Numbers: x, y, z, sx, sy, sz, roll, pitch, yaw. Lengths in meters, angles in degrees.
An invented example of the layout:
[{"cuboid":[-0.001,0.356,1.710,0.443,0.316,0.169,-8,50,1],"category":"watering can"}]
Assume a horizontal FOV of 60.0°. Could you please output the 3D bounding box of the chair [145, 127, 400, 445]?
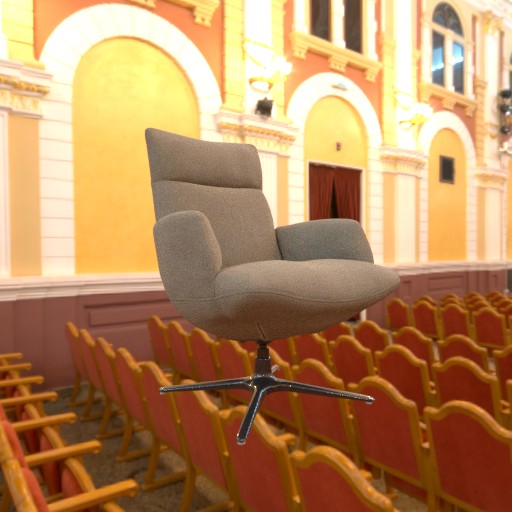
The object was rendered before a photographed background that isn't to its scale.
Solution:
[{"cuboid":[0.000,0.000,1.612,0.711,1.016,0.889,-1,1,-36],"category":"chair"}]
